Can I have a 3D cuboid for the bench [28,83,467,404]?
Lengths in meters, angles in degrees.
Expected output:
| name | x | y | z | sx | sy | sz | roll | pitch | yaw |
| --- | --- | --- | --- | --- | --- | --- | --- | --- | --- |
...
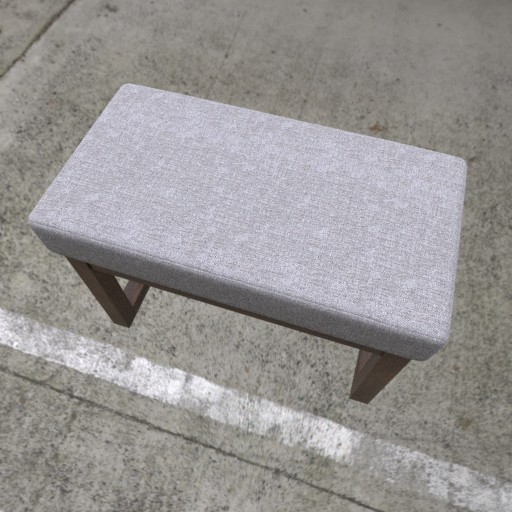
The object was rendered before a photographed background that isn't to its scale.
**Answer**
| name | x | y | z | sx | sy | sz | roll | pitch | yaw |
| --- | --- | --- | --- | --- | --- | --- | --- | --- | --- |
| bench | 0.000 | 0.000 | 0.942 | 0.681 | 0.467 | 0.366 | 16 | 61 | 9 |
